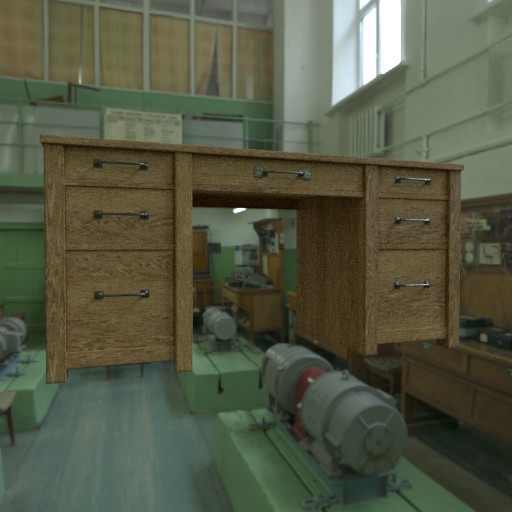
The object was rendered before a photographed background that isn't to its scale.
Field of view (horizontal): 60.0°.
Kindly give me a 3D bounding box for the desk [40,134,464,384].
[{"bbox_3d":[0.000,0.000,1.881,1.567,0.751,0.685,0,1,-18],"label":"desk"}]
